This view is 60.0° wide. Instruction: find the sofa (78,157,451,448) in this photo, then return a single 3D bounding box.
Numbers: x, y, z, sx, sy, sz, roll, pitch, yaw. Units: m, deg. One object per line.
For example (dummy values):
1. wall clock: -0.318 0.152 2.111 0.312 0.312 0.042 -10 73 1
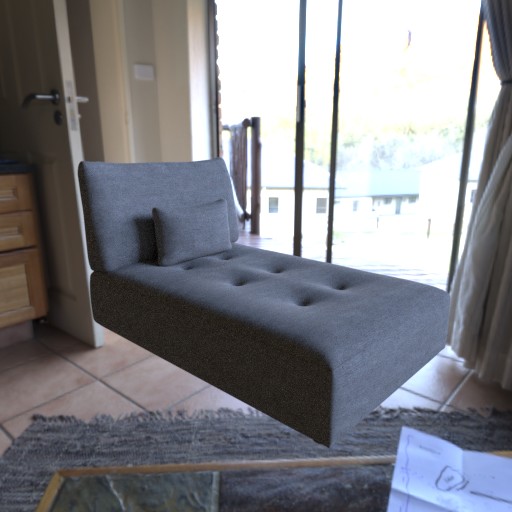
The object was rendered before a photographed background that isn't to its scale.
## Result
1. sofa: 0.000 0.000 1.982 1.450 0.820 0.930 13 19 41
